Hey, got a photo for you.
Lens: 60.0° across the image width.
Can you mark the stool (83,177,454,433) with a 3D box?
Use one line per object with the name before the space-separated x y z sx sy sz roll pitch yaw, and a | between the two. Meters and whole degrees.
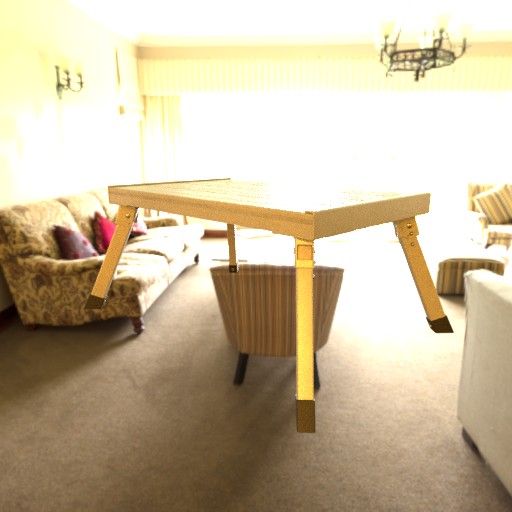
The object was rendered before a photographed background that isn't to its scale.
stool | 0.000 0.000 0.742 0.385 0.225 0.535 -14 19 -43
